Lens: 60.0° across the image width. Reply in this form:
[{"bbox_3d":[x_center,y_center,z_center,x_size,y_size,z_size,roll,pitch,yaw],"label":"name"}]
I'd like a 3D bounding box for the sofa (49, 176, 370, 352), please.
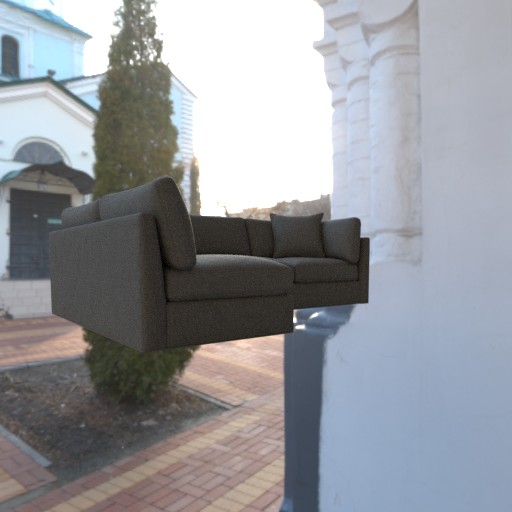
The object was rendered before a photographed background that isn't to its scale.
[{"bbox_3d":[0.000,0.000,3.805,2.896,0.978,1.994,0,-1,-37],"label":"sofa"}]
